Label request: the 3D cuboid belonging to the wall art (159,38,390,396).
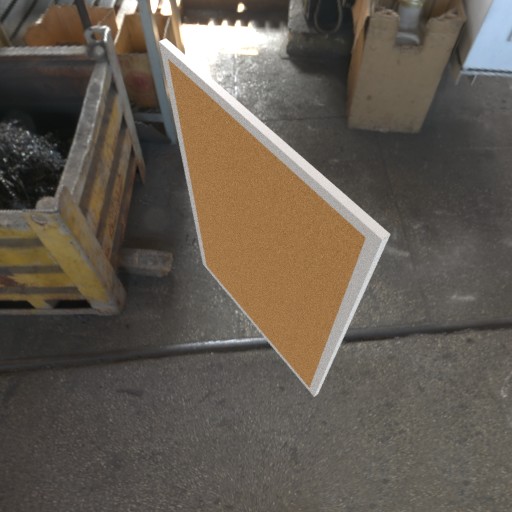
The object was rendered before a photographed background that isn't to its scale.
[{"bbox_3d":[0.000,0.000,0.851,0.013,0.656,0.456,-34,64,-19],"label":"wall art"}]
